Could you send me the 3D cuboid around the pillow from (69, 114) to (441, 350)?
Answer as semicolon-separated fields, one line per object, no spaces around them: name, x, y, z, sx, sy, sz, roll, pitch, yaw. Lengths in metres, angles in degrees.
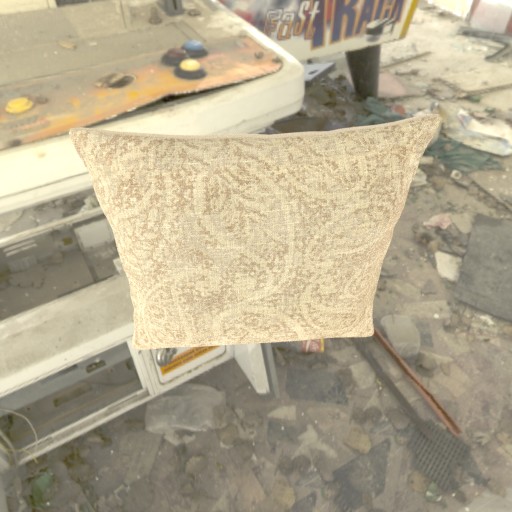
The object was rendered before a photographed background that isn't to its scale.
pillow;0.000;0.000;0.785;0.523;0.510;0.166;-3;45;-3
